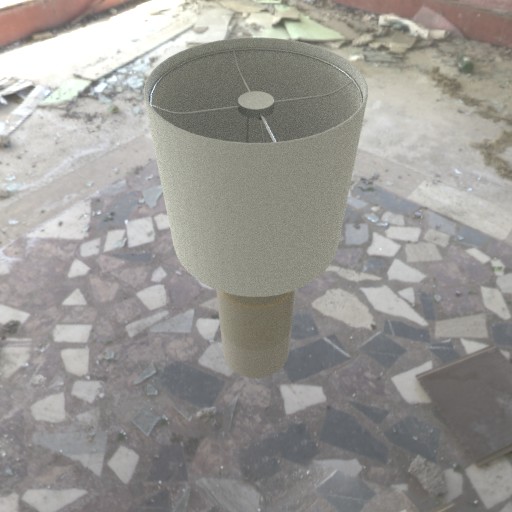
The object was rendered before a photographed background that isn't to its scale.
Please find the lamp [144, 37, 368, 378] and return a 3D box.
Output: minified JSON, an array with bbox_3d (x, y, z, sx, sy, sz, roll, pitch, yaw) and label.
[{"bbox_3d":[0.000,0.000,0.605,0.212,0.493,0.212,-11,48,-10],"label":"lamp"}]
